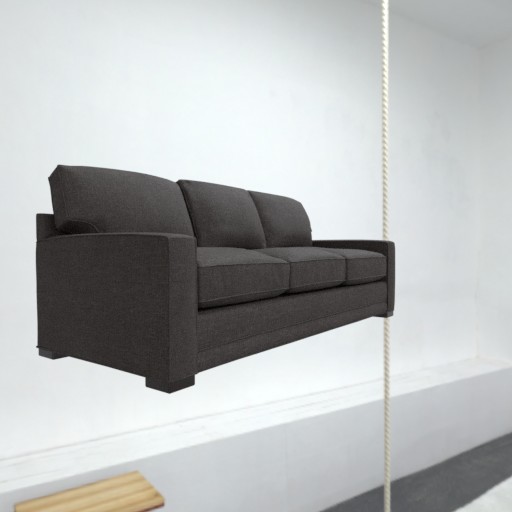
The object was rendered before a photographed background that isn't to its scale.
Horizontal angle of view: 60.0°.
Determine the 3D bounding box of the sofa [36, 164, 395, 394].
[{"bbox_3d":[0.000,0.000,2.855,1.004,0.978,2.369,1,1,37],"label":"sofa"}]
